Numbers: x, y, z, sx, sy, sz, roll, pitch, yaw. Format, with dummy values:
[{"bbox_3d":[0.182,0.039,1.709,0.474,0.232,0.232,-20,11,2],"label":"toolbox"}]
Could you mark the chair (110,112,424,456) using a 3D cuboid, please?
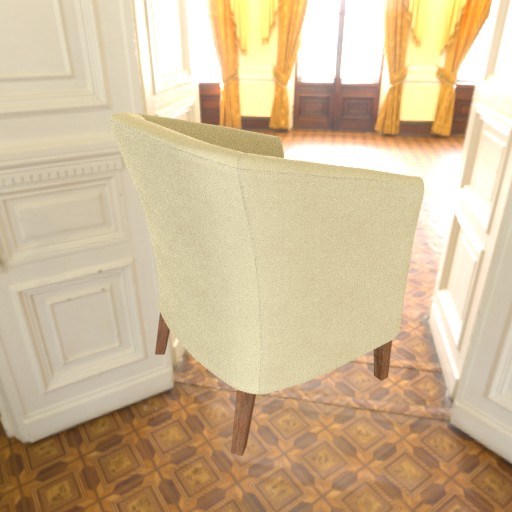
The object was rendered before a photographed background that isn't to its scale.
[{"bbox_3d":[0.000,0.000,1.299,0.657,0.822,0.643,-18,32,-31],"label":"chair"}]
